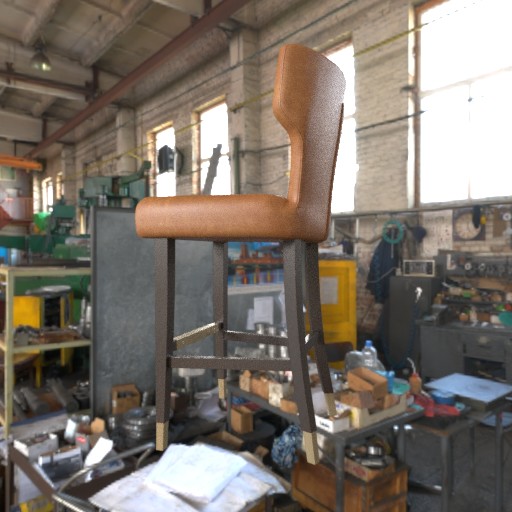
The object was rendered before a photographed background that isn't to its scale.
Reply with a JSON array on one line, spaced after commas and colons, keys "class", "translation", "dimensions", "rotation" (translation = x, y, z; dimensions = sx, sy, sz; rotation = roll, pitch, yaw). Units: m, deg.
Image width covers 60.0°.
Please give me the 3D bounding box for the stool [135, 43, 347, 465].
[{"class": "stool", "translation": [0.000, 0.000, 1.406], "dimensions": [0.563, 1.092, 0.526], "rotation": [0, 1, 18]}]
